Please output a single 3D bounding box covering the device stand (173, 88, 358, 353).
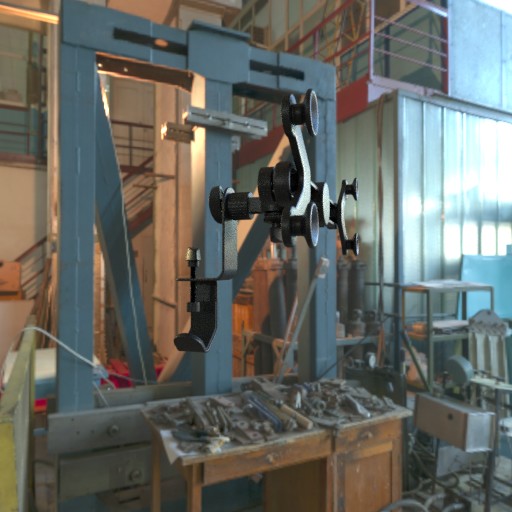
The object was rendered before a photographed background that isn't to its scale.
[{"bbox_3d":[0.000,0.000,0.364,0.142,0.166,0.270,0,-1,18],"label":"device stand"}]
